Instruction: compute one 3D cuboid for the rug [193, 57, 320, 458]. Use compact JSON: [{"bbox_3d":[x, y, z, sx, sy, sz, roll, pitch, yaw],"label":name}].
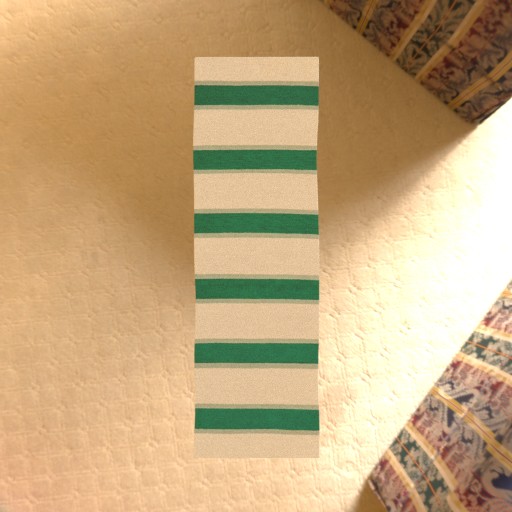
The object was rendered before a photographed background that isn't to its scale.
[{"bbox_3d":[0.000,0.000,2.700,0.768,0.012,2.438,0,89,0],"label":"rug"}]
